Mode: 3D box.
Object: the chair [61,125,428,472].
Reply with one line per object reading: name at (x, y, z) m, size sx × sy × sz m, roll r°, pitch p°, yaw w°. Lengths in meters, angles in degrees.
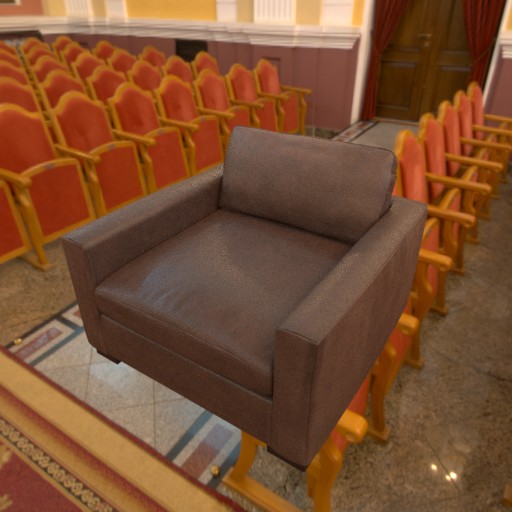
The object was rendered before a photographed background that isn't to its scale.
chair at (0.000, 0.000, 1.815) m, size 1.100 × 0.812 × 1.069 m, roll 19°, pitch 35°, yaw 28°
